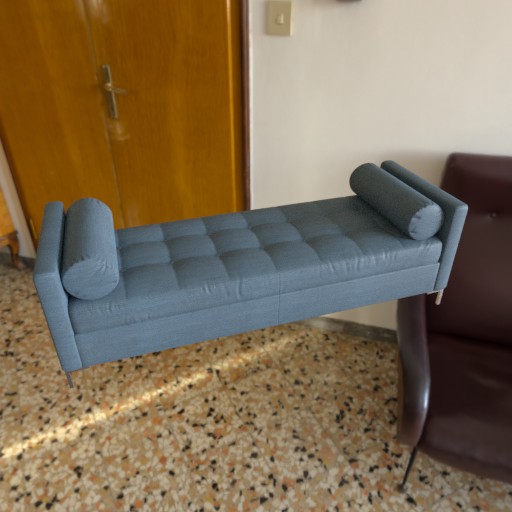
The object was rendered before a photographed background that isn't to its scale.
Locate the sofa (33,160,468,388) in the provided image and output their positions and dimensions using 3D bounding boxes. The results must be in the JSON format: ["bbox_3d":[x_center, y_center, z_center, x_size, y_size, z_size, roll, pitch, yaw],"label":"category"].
[{"bbox_3d":[0.000,0.000,2.339,1.981,0.635,0.686,-10,33,-15],"label":"sofa"}]
